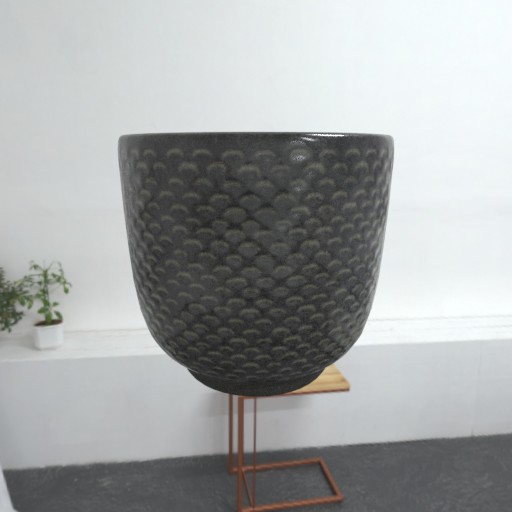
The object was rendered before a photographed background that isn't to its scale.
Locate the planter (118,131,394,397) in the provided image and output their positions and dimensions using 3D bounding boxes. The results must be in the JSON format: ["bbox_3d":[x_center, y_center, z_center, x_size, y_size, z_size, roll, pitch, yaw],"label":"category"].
[{"bbox_3d":[0.000,0.000,0.247,0.140,0.129,0.140,0,14,0],"label":"planter"}]
